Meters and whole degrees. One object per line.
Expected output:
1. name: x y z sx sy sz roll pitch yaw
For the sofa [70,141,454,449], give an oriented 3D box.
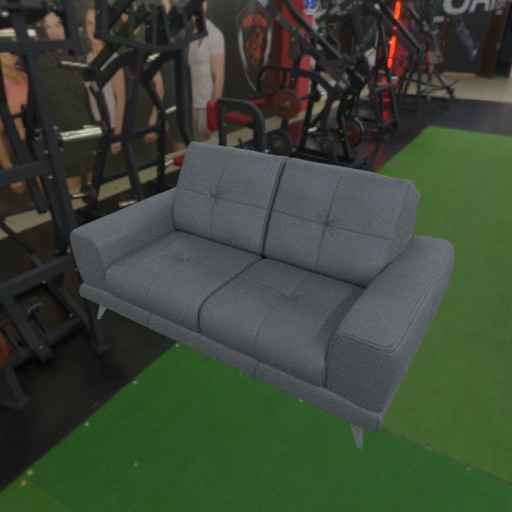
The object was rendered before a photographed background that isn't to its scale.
1. sofa: 0.000 0.000 2.336 1.806 0.907 1.018 17 33 29
